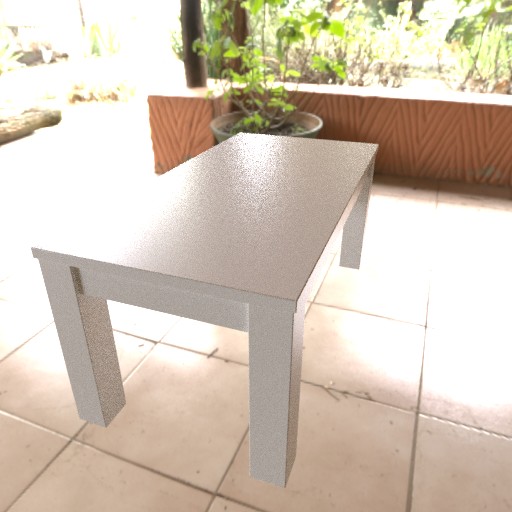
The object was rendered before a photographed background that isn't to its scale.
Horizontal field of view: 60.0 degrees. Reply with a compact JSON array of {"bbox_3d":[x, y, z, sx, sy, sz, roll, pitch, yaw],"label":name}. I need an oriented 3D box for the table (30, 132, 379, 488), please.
[{"bbox_3d":[0.000,0.000,2.233,0.900,0.790,1.800,10,29,18],"label":"table"}]
